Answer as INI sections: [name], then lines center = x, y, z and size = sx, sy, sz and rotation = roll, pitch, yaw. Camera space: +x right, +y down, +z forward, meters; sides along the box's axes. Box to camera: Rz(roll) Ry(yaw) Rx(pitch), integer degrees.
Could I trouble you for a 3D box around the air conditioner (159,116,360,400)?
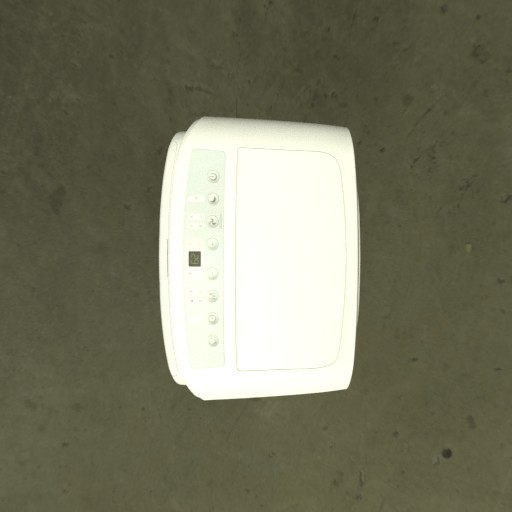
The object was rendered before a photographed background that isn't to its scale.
[air conditioner]
center = 0.000, 0.000, 0.957
size = 0.365, 0.700, 0.454
rotation = 0, 91, 0
